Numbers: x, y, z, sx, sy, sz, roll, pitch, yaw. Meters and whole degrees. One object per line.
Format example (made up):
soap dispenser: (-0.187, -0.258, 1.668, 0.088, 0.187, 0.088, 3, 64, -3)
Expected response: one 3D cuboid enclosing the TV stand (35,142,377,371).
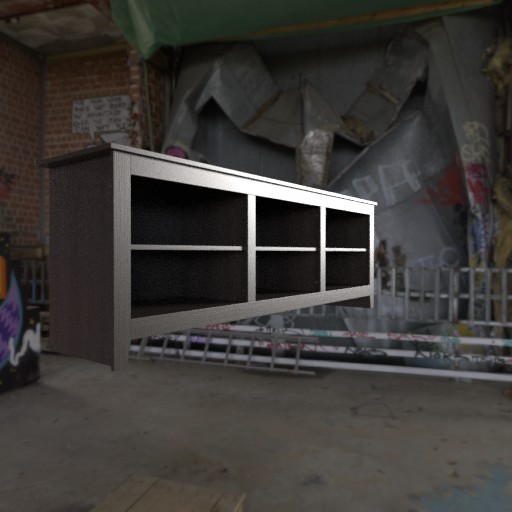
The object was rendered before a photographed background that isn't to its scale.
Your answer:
TV stand: (0.000, 0.000, 1.995, 0.406, 0.610, 1.778, 0, 1, 38)
